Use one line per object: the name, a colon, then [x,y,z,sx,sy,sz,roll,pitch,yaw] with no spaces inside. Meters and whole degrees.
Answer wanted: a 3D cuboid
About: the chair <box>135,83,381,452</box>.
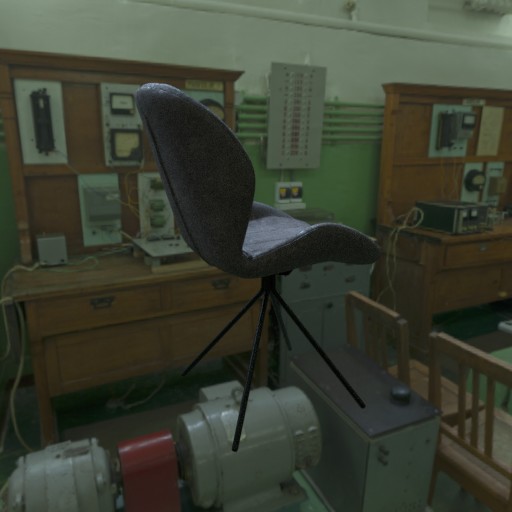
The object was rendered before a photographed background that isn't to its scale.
chair: [0.000,0.000,1.322,0.640,0.934,0.527,-7,16,-26]
